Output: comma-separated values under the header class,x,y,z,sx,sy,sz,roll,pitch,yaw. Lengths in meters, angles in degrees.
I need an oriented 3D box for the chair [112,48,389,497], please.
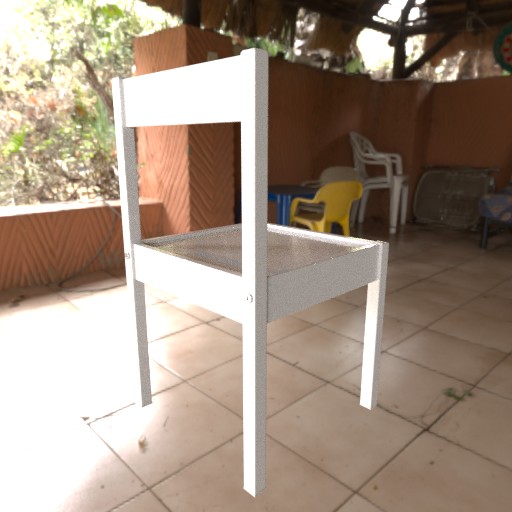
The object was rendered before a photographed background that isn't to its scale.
class,x,y,z,sx,sy,sz,roll,pitch,yaw
chair,0.000,0.000,0.671,0.285,0.505,0.285,-14,20,-43
